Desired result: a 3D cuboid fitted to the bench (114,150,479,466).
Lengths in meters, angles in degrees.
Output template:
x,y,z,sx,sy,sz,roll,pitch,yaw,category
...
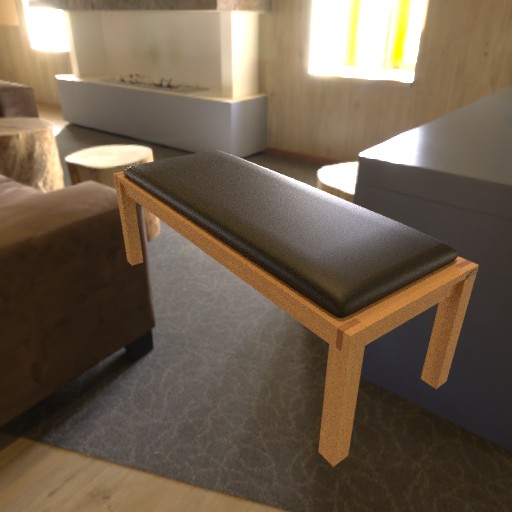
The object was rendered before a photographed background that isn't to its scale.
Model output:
x,y,z,sx,sy,sz,roll,pitch,yaw,category
0.000,0.000,1.453,0.450,0.430,1.202,-20,34,-32,bench
